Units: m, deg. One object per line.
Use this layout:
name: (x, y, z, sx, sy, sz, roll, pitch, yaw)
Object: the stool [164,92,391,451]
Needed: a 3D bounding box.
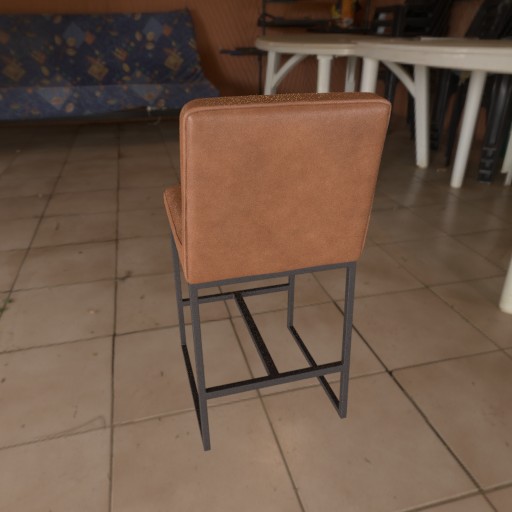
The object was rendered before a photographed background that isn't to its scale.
stool: (0.000, 0.000, 1.282, 0.458, 0.940, 0.556, -8, 28, -14)
